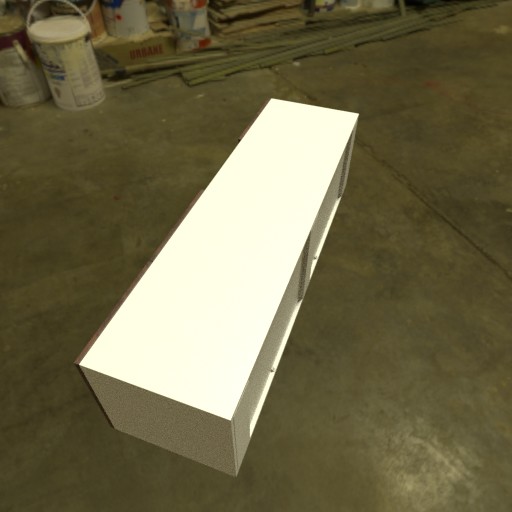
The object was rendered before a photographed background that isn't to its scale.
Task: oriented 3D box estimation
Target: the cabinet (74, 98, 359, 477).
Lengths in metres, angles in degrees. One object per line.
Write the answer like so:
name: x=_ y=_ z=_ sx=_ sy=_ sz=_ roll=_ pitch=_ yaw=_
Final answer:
cabinet: x=0.000 y=0.000 z=1.749 sx=0.431 sy=0.533 sz=1.499 roll=15 pitch=48 yaw=14
